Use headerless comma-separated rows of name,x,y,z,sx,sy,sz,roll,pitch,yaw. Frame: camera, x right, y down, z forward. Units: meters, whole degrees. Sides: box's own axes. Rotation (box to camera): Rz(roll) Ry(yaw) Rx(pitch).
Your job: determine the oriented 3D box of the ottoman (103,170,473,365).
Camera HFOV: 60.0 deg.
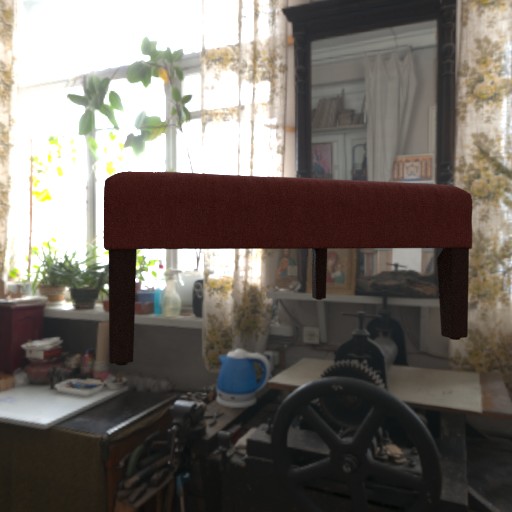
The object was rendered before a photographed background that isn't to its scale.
ottoman,0.000,0.000,1.416,0.889,0.411,0.890,-1,2,-17
